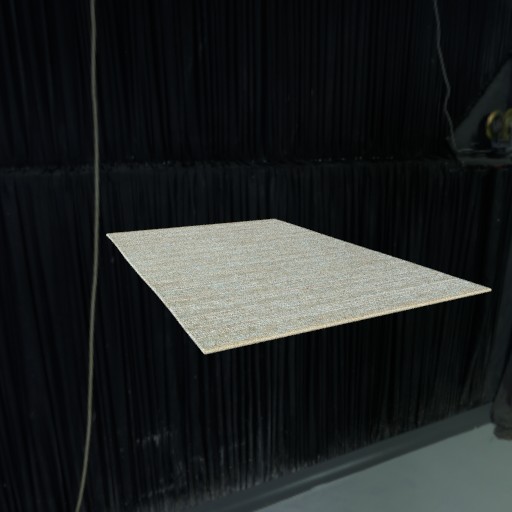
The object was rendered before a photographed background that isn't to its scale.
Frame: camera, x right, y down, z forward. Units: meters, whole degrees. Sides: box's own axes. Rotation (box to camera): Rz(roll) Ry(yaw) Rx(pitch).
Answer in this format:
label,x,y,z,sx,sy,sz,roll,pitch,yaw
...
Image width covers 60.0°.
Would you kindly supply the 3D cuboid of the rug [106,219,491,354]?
label,x,y,z,sx,sy,sz,roll,pitch,yaw
rug,0.000,0.000,2.322,1.240,0.010,1.824,-7,16,-26
